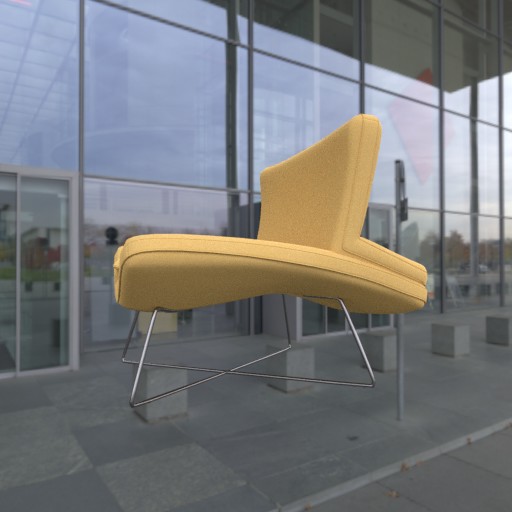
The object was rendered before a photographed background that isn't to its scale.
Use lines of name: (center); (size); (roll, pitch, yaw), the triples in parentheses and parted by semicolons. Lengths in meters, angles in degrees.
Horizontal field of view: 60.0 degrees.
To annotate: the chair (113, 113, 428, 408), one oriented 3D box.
chair: (0.000, 0.000, 1.653); (1.008, 0.855, 0.859); (0, -1, -19)
